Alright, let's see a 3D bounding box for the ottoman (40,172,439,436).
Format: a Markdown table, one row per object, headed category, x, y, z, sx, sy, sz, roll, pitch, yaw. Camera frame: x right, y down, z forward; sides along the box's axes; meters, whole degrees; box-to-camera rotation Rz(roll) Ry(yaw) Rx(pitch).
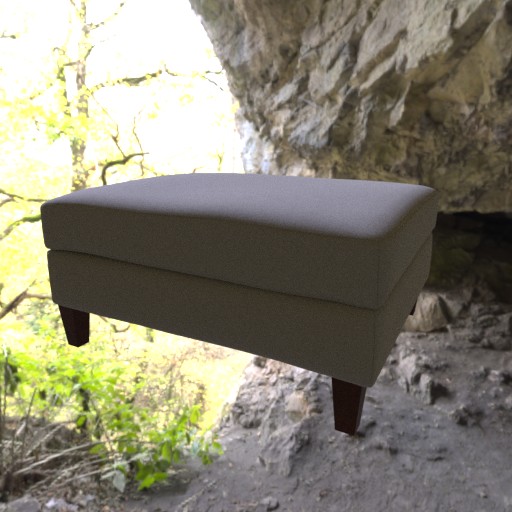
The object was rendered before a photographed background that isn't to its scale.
| category | x | y | z | sx | sy | sz | roll | pitch | yaw |
| --- | --- | --- | --- | --- | --- | --- | --- | --- | --- |
| ottoman | 0.000 | 0.000 | 1.413 | 0.976 | 0.492 | 0.836 | 8 | 18 | 27 |
